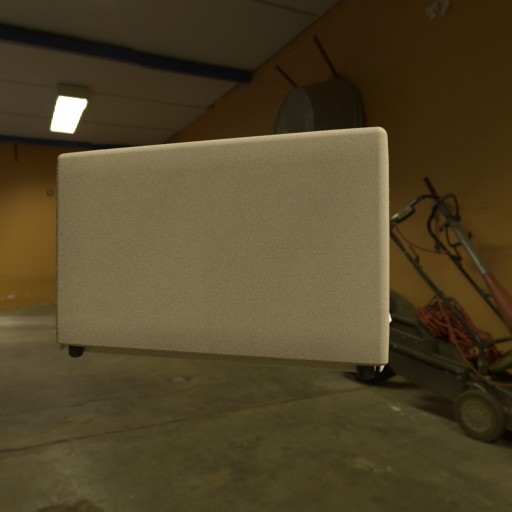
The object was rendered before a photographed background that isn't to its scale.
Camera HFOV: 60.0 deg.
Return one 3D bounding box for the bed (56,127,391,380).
[{"bbox_3d":[0.000,0.000,3.632,2.119,1.317,2.319,0,-1,17],"label":"bed"}]
